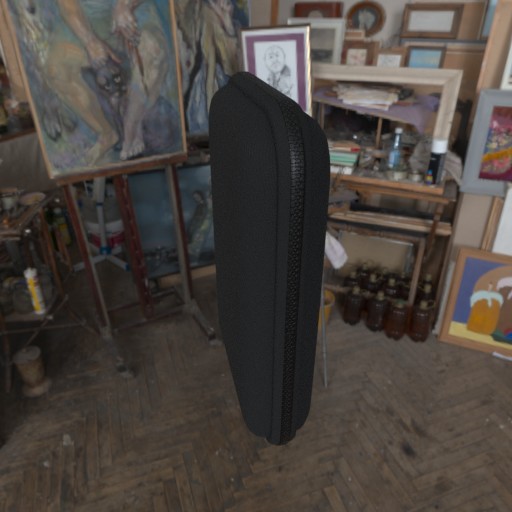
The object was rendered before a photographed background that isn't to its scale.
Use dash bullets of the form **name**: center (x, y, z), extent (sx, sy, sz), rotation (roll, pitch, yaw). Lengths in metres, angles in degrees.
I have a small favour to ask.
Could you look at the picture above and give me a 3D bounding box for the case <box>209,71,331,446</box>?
- **case**: center (0.000, 0.000, 0.197), extent (0.030, 0.147, 0.107), rotation (-7, 31, -11)
